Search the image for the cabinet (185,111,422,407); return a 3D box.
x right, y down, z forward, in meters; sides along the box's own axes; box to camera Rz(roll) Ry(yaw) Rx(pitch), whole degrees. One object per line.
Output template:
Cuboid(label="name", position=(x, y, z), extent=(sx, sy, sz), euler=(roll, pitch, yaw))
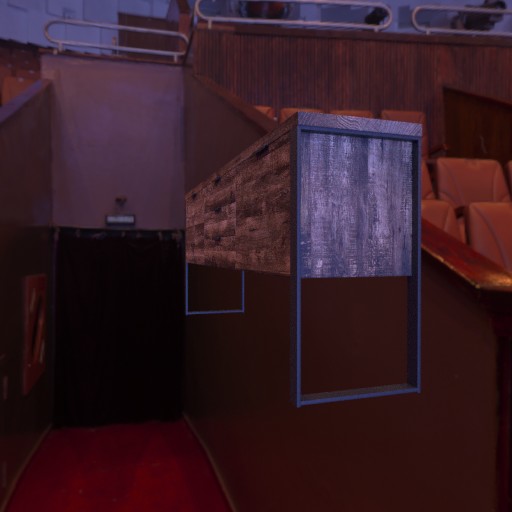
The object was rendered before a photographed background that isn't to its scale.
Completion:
Cuboid(label="cabinet", position=(0.000, 0.000, 2.049), extent=(0.395, 0.762, 1.800), euler=(0, 1, -18))
